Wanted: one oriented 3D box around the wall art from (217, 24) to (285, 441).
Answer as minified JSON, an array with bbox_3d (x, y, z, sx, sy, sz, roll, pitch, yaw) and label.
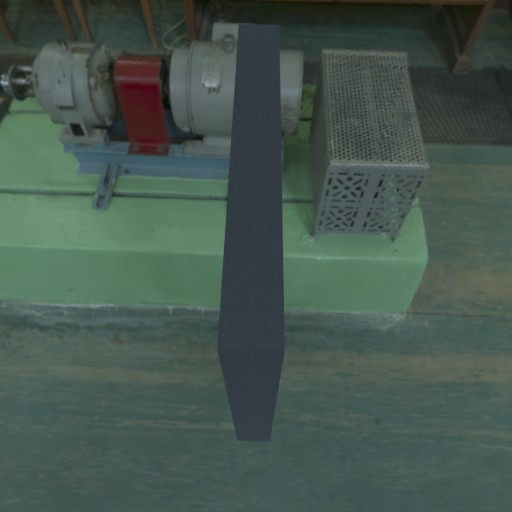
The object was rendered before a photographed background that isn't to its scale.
[{"bbox_3d":[0.000,0.000,0.446,0.036,0.300,0.302,1,59,1],"label":"wall art"}]
